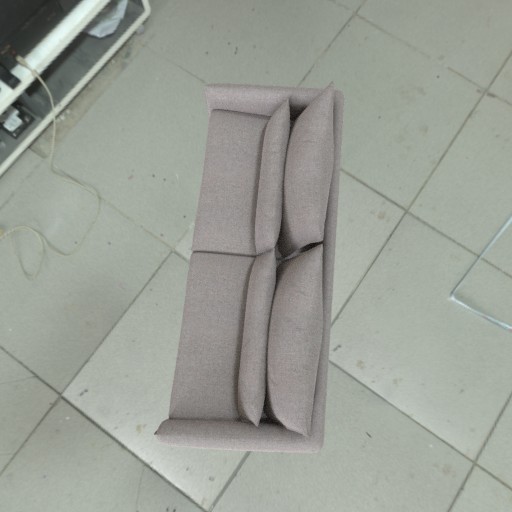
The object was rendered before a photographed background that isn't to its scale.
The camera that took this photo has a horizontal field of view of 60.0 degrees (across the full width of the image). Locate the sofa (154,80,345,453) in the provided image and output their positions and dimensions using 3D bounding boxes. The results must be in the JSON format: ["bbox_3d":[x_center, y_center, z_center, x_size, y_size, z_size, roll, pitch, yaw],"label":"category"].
[{"bbox_3d":[0.000,0.000,2.450,0.809,0.833,2.022,6,76,1],"label":"sofa"}]
